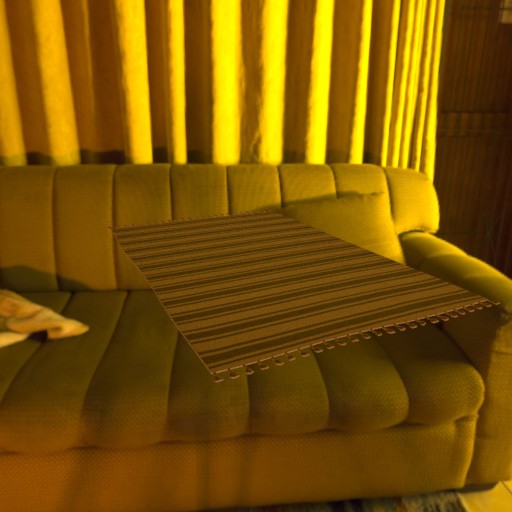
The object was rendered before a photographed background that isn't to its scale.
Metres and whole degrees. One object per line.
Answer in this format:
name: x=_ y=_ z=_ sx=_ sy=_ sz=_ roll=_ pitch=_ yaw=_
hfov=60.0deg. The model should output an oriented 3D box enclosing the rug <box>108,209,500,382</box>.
rug: x=0.000 y=0.000 z=2.231 sx=1.162 sy=0.013 sz=1.875 roll=-9 pitch=20 yaw=-25
